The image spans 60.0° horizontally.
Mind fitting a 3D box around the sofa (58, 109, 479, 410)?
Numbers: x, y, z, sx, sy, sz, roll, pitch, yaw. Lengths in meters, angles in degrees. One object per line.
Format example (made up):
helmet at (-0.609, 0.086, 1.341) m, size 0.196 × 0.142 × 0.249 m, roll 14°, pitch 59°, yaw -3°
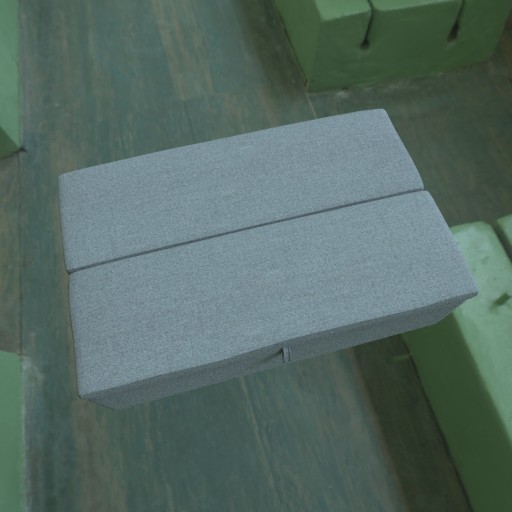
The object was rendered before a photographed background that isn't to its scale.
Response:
sofa at (0.000, 0.000, 1.623) m, size 1.250 × 0.434 × 0.817 m, roll -14°, pitch 65°, yaw -6°
